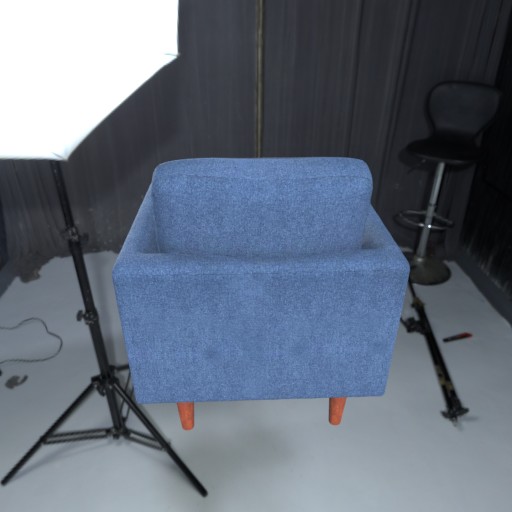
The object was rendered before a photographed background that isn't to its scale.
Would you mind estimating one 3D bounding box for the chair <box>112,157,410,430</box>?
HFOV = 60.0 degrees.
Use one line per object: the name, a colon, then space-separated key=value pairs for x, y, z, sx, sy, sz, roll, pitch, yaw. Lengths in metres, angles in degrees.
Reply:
chair: x=0.000 y=0.000 z=1.680 sx=0.858 sy=0.957 sz=0.899 roll=-1 pitch=30 yaw=-2
